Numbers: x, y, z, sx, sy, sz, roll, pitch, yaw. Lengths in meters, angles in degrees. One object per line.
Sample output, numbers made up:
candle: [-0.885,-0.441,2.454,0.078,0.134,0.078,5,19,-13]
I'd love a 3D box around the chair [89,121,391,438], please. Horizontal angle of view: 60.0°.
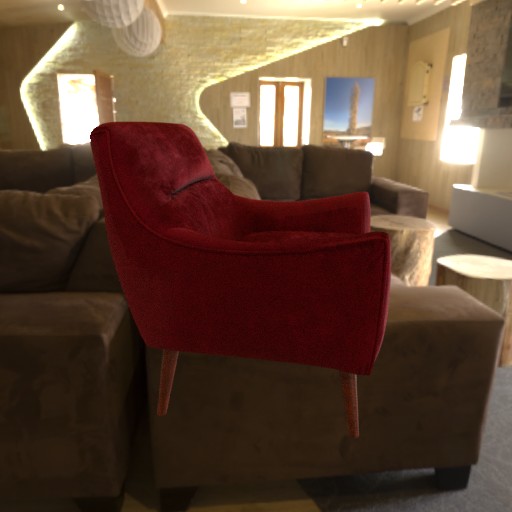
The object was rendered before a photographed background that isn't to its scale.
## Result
chair: [0.000,0.000,1.445,0.787,0.838,0.762,3,16,10]
